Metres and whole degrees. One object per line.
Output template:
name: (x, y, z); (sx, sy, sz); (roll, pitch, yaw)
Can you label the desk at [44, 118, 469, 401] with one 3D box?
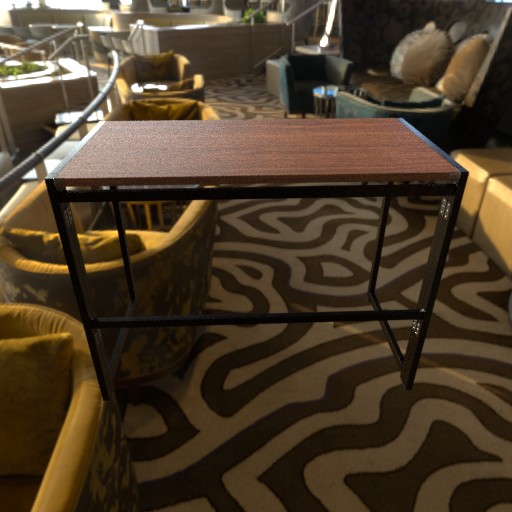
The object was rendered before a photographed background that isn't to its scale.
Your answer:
desk: (0.000, 0.000, 1.467); (1.016, 0.762, 0.508); (-1, 32, -2)
